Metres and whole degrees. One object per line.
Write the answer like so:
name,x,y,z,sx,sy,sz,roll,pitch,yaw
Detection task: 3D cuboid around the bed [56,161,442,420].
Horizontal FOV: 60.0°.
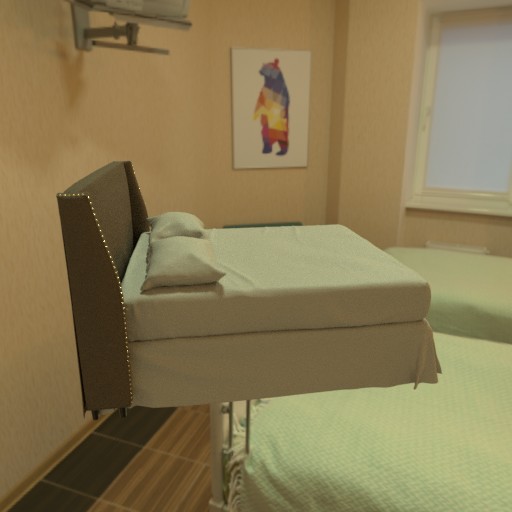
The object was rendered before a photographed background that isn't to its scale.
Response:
bed,0.000,0.000,3.384,2.276,1.332,1.925,-3,17,-8
